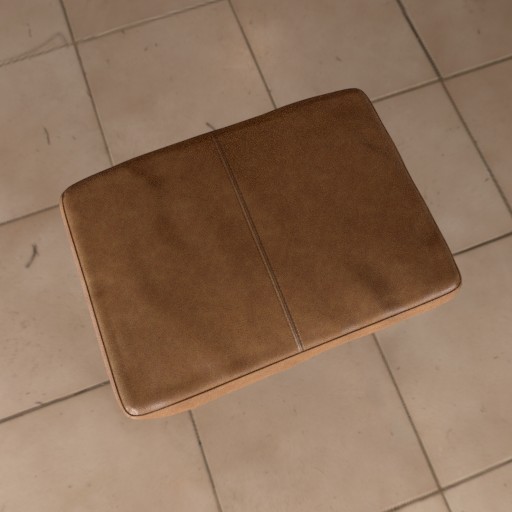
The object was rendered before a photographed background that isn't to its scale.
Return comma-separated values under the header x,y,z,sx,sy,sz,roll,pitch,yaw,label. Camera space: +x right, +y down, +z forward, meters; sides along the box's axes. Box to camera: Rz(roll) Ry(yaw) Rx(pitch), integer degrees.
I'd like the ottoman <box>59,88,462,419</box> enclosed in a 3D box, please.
x,y,z,sx,sy,sz,roll,pitch,yaw,label
0.000,0.000,1.229,0.869,0.461,0.630,-21,76,-5,ottoman
